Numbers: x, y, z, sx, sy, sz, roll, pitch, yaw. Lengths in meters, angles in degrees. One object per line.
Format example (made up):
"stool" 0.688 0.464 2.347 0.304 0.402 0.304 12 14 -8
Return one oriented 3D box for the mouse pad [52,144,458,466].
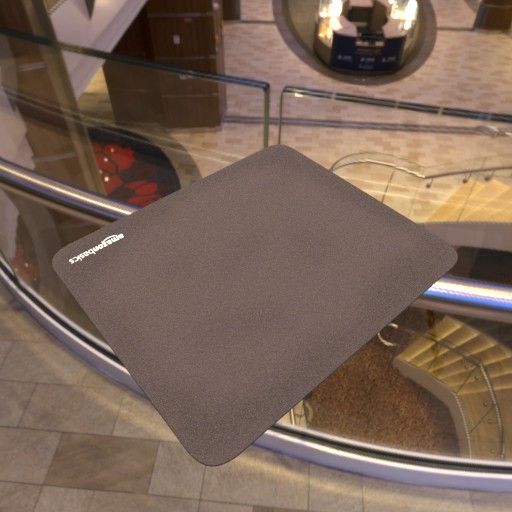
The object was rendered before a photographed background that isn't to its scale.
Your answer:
"mouse pad" 0.000 0.000 0.433 0.315 0.002 0.269 -32 55 -27
